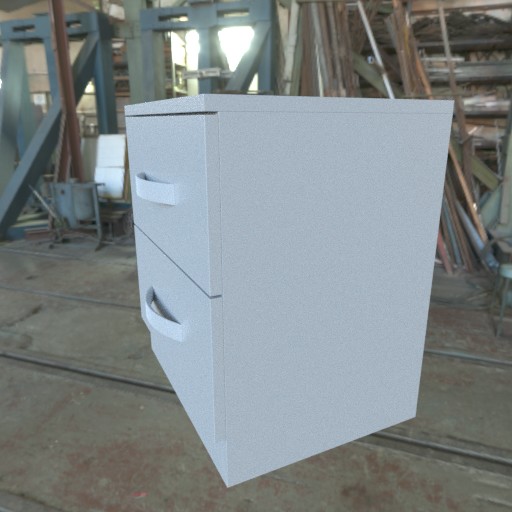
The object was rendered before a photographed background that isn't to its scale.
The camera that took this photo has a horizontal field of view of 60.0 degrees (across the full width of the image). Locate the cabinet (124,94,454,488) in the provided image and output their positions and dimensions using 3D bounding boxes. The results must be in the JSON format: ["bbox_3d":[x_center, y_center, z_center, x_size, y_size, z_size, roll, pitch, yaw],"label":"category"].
[{"bbox_3d":[0.000,0.000,0.722,0.360,0.470,0.400,-8,19,-25],"label":"cabinet"}]
